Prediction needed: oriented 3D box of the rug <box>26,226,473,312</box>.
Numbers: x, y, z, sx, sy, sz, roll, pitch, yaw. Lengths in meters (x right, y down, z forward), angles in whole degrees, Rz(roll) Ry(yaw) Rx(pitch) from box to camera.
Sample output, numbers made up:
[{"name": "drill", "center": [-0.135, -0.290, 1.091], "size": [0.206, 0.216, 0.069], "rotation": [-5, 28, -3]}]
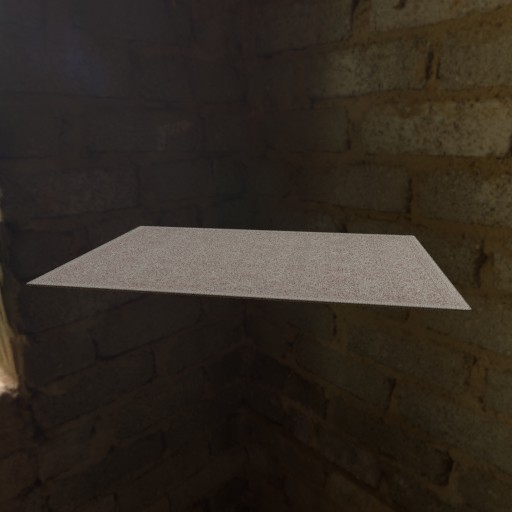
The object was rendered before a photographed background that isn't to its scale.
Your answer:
[{"name": "rug", "center": [0.000, 0.000, 2.358], "size": [1.829, 0.010, 1.219], "rotation": [3, 16, 9]}]
